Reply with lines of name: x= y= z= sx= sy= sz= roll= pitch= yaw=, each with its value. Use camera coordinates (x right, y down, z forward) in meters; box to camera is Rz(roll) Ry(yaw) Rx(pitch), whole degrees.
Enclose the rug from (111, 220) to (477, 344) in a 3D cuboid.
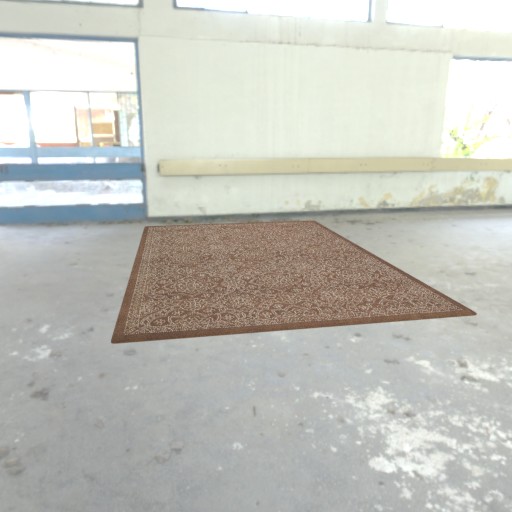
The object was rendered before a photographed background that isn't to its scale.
rug: x=0.000 y=0.000 z=2.290 sx=1.219 sy=0.010 sz=1.829 roll=-3 pitch=15 yaw=-10
